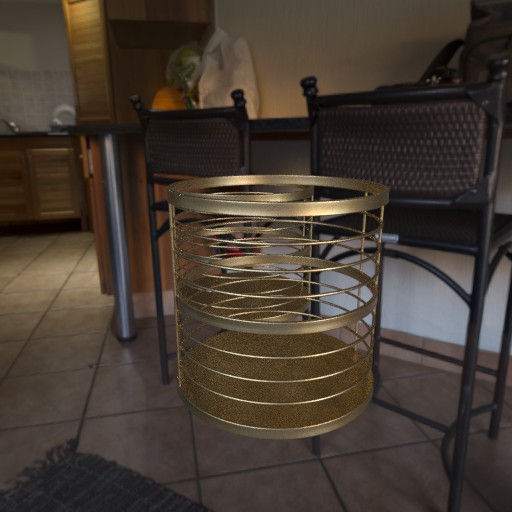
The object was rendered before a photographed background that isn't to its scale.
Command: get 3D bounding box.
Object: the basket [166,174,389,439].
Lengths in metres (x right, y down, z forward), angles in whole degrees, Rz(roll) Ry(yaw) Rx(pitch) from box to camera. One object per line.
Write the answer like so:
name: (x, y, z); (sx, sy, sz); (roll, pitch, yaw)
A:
basket: (0.000, 0.000, 0.958); (0.356, 0.351, 0.746); (-3, 16, -10)
